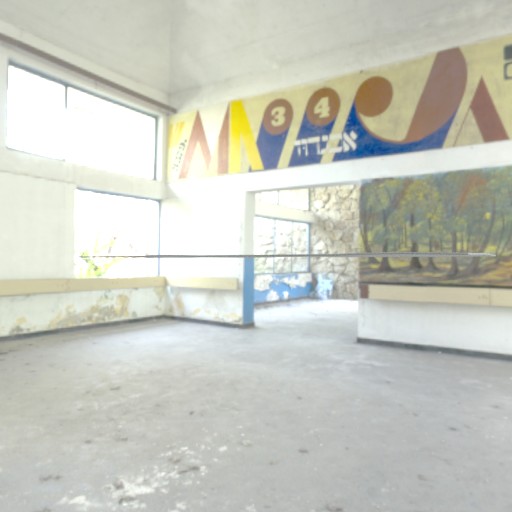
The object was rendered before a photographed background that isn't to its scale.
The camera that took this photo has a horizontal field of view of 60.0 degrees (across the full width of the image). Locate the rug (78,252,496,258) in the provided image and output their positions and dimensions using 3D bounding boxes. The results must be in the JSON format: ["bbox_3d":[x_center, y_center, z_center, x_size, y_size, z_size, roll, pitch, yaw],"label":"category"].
[{"bbox_3d":[0.000,0.000,2.639,2.439,0.013,0.762,0,-1,35],"label":"rug"}]
